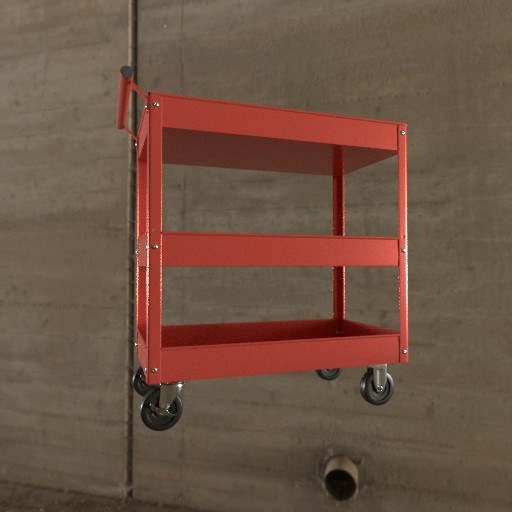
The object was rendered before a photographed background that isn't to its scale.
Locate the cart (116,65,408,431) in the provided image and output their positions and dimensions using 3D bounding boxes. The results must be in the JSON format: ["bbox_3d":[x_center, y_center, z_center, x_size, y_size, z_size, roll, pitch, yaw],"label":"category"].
[{"bbox_3d":[0.000,0.000,1.198,0.719,0.780,0.366,0,-1,-19],"label":"cart"}]
